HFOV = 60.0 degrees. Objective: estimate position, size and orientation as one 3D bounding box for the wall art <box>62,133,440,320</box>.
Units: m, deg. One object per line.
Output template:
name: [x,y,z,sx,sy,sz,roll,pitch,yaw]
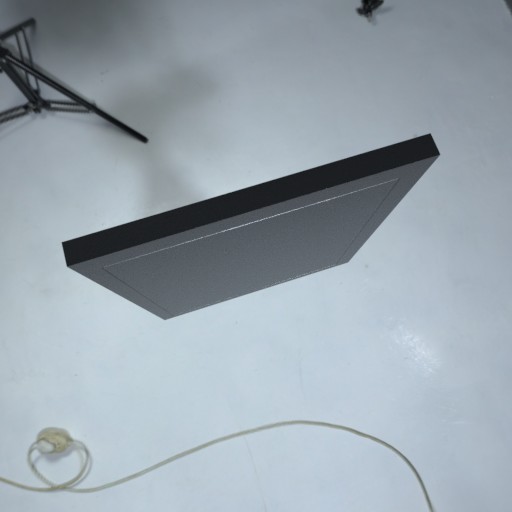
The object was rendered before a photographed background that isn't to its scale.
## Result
wall art: [0.000,0.000,0.795,0.461,0.558,0.031,-17,76,-4]
